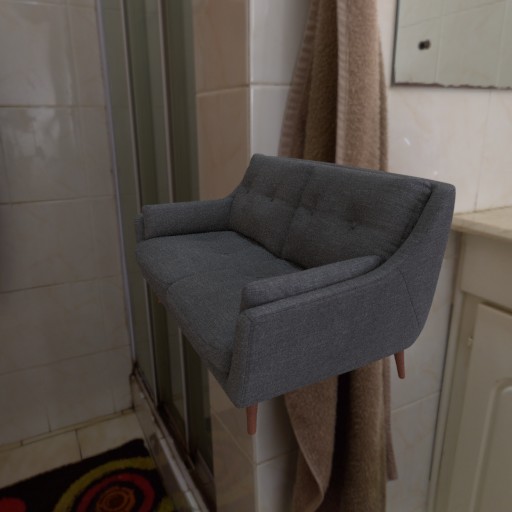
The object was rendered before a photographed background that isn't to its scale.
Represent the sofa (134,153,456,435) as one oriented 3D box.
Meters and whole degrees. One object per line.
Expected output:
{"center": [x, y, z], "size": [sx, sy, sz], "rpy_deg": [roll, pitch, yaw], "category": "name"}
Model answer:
{"center": [0.000, 0.000, 2.196], "size": [0.976, 0.887, 1.646], "rpy_deg": [-8, 19, -24], "category": "sofa"}
